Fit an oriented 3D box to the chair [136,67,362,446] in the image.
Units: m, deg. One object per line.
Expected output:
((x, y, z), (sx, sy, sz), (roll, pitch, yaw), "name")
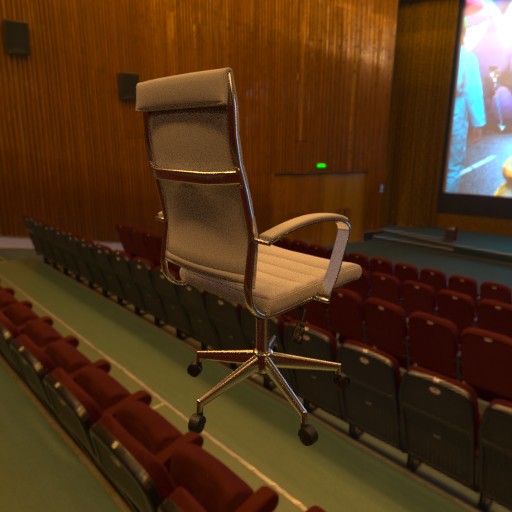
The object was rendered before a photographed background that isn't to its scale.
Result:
((0.000, 0.000, 1.586), (0.667, 1.149, 0.679), (-14, 20, -42), "chair")
